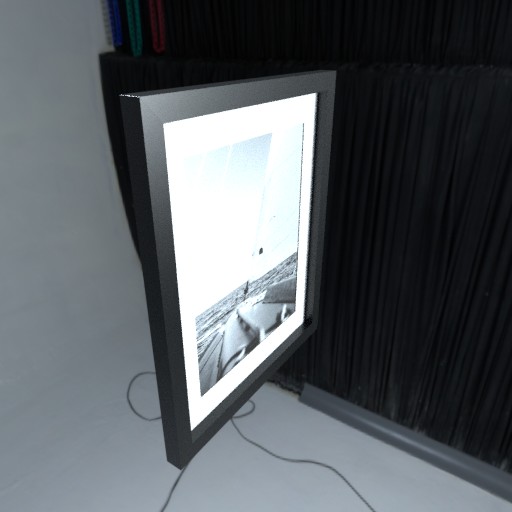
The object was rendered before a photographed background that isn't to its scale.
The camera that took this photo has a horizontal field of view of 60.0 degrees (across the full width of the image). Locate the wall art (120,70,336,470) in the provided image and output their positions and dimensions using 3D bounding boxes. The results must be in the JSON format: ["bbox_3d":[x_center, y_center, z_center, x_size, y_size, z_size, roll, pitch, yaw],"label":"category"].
[{"bbox_3d":[0.000,0.000,0.752,0.031,0.558,0.461,17,31,31],"label":"wall art"}]
